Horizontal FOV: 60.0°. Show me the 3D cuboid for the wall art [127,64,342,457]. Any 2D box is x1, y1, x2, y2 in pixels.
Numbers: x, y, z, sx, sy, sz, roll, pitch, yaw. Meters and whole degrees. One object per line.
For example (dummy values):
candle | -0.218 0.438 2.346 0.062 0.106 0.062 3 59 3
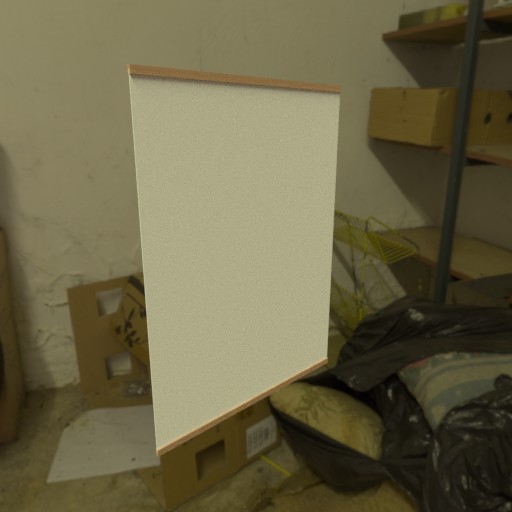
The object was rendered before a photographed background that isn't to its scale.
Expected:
wall art | 0.000 0.000 1.352 0.758 1.016 0.013 -15 22 -41
